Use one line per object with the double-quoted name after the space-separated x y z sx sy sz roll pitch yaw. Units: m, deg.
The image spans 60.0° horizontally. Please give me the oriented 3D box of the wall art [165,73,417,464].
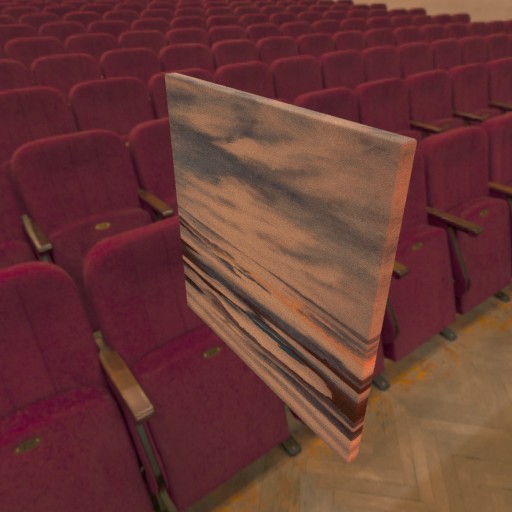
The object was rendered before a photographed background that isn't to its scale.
0.000 0.000 1.086 0.035 0.747 0.747 -21 37 -31 "wall art"
